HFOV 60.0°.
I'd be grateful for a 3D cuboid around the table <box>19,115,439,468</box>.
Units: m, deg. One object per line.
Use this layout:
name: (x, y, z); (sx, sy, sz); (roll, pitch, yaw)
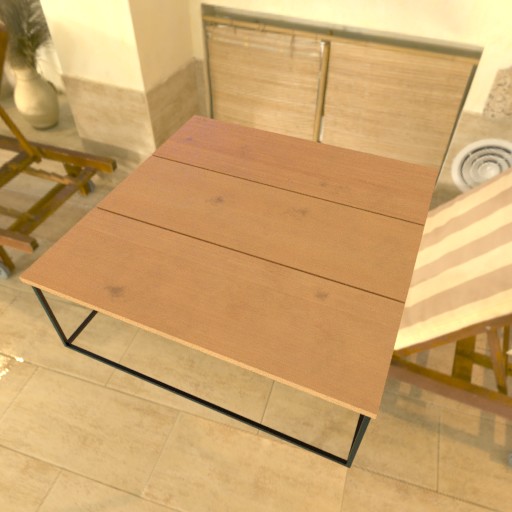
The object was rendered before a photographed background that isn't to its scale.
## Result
table: (0.000, 0.000, 1.694); (1.100, 0.400, 1.100); (17, 48, 16)
